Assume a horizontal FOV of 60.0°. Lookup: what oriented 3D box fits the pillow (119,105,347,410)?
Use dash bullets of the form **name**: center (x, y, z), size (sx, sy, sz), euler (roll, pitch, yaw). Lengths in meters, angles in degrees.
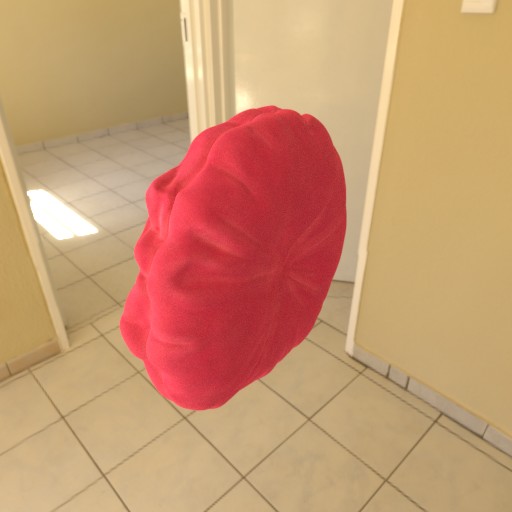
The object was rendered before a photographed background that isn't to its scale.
- **pillow**: center (0.000, 0.000, 0.633), size (0.148, 0.407, 0.428), euler (22, 38, 31)
